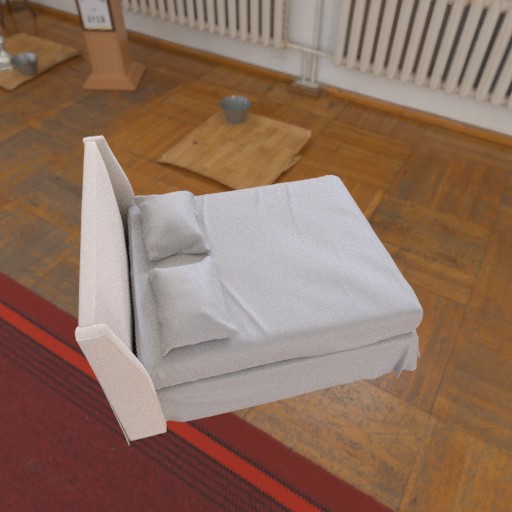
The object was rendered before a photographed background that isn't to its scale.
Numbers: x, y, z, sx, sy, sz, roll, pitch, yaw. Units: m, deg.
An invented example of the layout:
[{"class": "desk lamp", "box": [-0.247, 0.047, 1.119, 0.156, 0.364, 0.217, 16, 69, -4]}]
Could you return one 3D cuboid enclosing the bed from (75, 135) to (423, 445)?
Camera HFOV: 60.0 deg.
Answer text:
[{"class": "bed", "box": [0.000, 0.000, 3.406, 2.276, 1.332, 1.925, -10, 47, -10]}]
